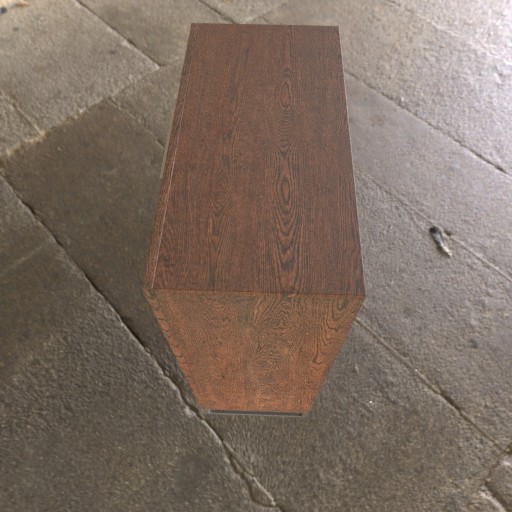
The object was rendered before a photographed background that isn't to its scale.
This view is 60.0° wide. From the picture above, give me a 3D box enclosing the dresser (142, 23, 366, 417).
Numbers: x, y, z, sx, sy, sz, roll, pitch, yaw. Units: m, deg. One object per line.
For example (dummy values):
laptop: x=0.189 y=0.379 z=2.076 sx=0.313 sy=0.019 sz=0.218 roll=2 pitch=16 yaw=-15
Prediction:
dresser: x=0.000 y=0.000 z=1.758 sx=0.508 sy=1.321 sz=0.965 roll=2 pitch=59 yaw=1
